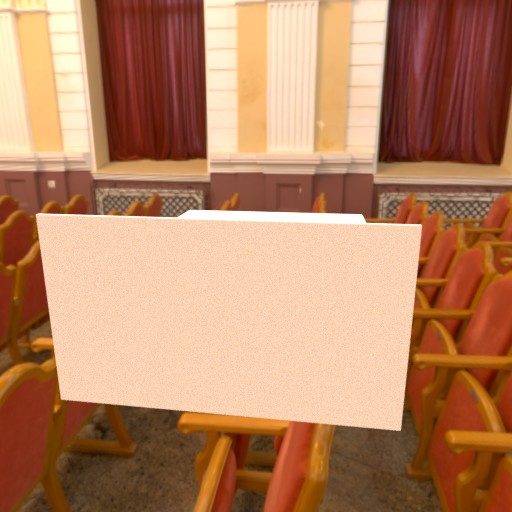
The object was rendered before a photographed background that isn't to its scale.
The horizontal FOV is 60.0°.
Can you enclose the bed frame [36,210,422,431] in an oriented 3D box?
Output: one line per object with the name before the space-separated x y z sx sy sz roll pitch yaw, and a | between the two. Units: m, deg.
bed frame | 0.000 0.000 2.588 1.400 0.800 1.900 2 16 8
